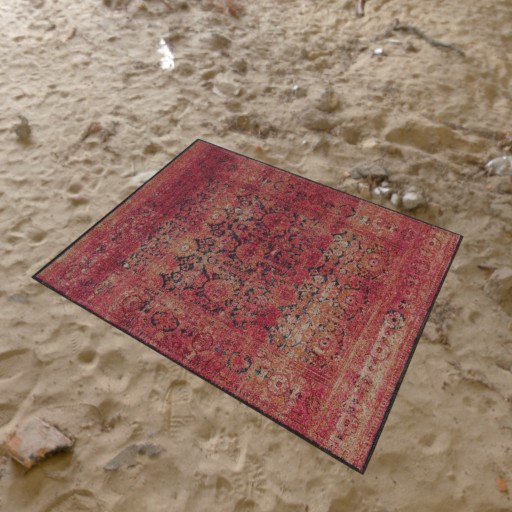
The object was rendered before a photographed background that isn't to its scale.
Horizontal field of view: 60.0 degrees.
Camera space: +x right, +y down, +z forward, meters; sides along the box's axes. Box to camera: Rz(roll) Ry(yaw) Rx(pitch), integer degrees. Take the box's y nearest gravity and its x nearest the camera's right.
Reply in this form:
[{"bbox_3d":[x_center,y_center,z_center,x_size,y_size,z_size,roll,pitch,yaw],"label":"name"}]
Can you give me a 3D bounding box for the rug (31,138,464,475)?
[{"bbox_3d":[0.000,0.000,3.936,3.032,0.020,2.411,24,53,20],"label":"rug"}]
